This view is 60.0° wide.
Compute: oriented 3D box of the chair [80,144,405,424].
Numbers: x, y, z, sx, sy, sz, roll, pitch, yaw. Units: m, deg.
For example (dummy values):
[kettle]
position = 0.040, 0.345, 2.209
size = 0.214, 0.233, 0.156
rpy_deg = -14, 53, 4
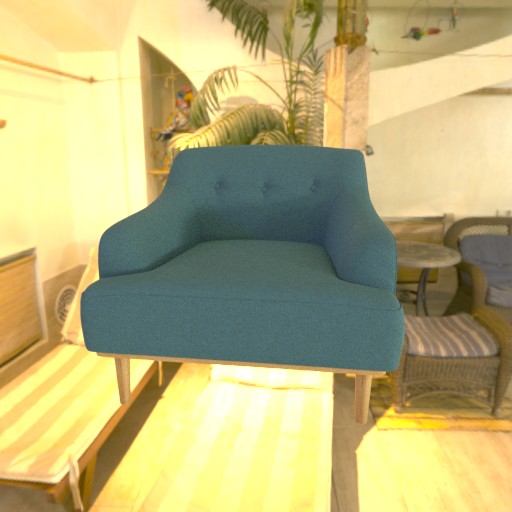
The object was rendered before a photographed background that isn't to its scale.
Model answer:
[chair]
position = 0.000, 0.000, 1.665
size = 0.946, 0.818, 0.951
rpy_deg = 2, 14, 8
